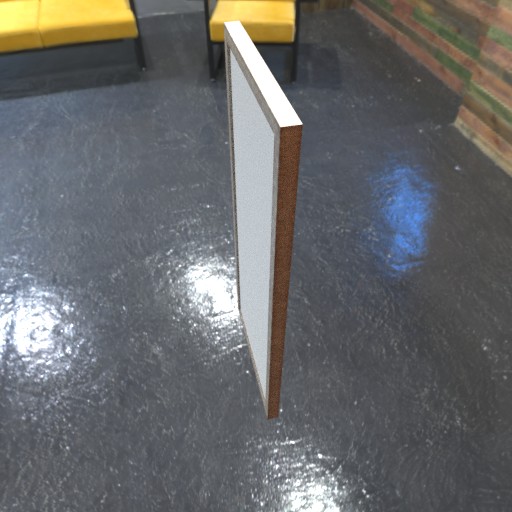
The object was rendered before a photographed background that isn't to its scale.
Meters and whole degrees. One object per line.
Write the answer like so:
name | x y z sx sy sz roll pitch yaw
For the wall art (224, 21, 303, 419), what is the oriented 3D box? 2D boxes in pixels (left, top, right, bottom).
wall art | 0.000 0.000 1.694 0.051 1.461 0.648 -10 47 -9
